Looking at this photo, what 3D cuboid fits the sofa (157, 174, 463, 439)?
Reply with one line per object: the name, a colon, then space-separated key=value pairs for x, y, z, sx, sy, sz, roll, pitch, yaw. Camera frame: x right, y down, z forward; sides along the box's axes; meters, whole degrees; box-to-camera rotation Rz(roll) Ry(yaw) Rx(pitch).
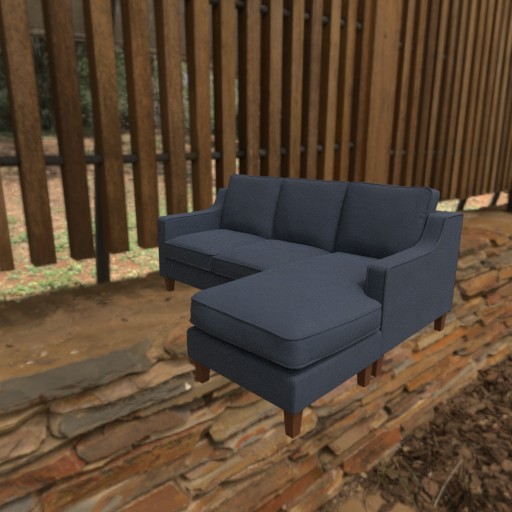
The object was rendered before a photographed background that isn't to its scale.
sofa: x=0.000 y=0.000 z=3.312 sx=2.317 sy=1.066 sz=1.858 roll=15 pitch=21 yaw=43
